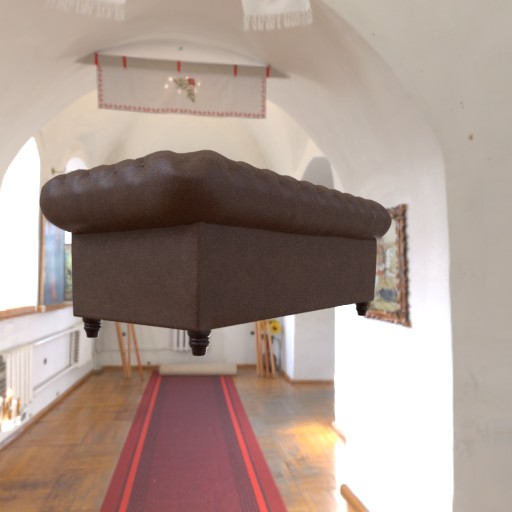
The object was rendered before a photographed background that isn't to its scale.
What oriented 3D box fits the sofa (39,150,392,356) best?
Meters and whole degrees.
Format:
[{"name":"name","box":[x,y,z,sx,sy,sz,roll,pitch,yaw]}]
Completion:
[{"name":"sofa","box":[0.000,0.000,2.516,0.955,0.784,2.048,-1,-1,36]}]
